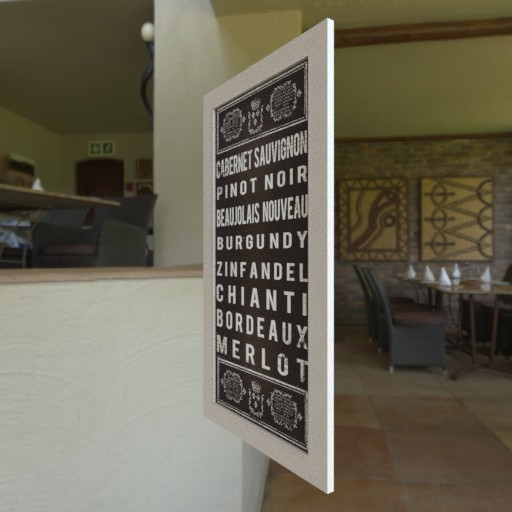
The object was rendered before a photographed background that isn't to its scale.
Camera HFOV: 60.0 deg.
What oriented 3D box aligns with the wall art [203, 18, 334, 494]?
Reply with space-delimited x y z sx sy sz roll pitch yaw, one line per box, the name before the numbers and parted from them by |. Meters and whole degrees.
wall art | 0.000 0.000 0.795 0.013 0.683 0.380 0 0 -34
